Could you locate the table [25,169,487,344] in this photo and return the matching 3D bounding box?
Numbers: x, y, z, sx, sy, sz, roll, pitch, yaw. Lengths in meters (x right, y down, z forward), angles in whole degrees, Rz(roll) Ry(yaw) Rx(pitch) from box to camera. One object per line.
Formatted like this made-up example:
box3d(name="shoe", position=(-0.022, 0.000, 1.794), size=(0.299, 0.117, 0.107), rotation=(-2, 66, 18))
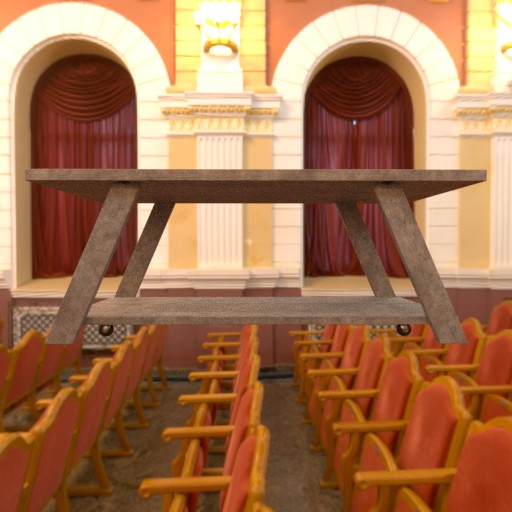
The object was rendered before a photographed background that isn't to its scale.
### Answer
box3d(name="table", position=(0.000, 0.000, 1.479), size=(1.219, 0.470, 0.610), rotation=(0, 1, 0))
